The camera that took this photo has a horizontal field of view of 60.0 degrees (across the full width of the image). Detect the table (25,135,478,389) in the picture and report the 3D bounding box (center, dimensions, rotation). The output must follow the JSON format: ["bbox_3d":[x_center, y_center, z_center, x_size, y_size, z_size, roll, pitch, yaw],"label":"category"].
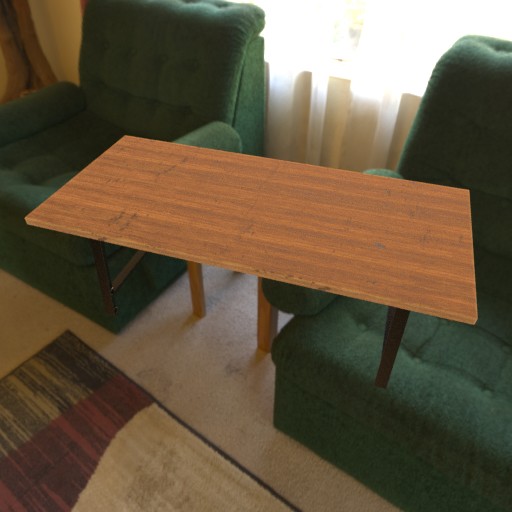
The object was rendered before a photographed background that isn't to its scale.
[{"bbox_3d":[0.000,0.000,2.642,2.200,0.757,1.000,12,42,14],"label":"table"}]
